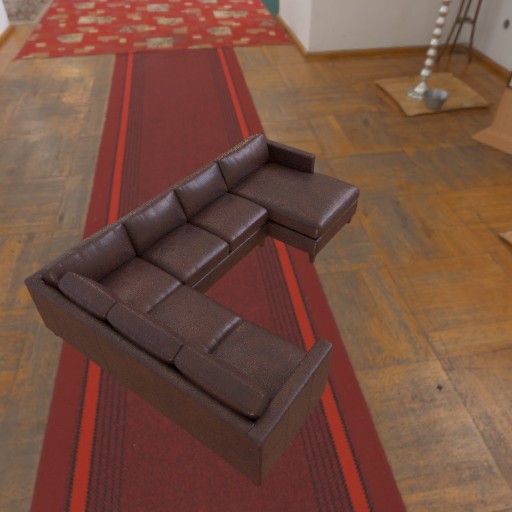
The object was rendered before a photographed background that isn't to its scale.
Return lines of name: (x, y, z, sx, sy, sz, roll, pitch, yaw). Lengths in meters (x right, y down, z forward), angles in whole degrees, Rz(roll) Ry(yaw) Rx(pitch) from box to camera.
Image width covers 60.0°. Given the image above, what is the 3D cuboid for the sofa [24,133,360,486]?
sofa: (0.000, 0.000, 4.394, 2.452, 0.891, 3.324, 25, 47, 26)
